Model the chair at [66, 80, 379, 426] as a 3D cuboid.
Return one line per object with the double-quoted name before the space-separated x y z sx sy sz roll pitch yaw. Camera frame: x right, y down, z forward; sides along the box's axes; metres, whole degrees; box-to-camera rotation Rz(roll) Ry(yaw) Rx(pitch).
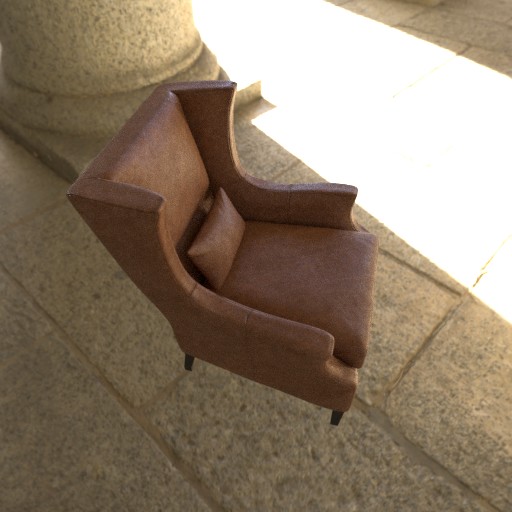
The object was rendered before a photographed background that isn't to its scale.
"chair" 0.000 0.000 1.708 0.926 1.016 0.853 11 48 10
